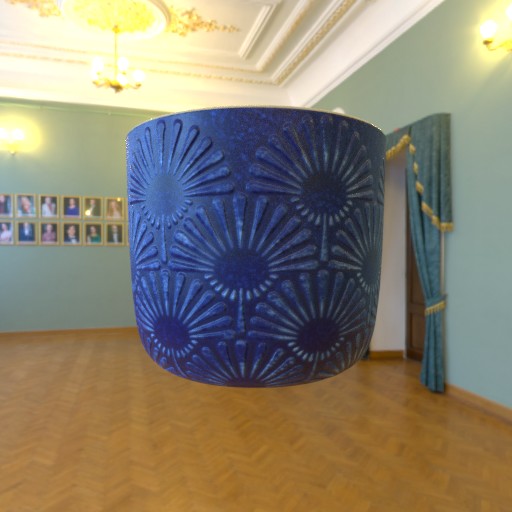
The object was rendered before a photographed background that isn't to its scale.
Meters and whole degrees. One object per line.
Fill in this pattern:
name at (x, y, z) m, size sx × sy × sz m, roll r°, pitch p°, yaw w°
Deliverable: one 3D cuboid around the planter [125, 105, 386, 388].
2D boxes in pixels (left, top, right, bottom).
planter at (0.000, 0.000, 0.220) m, size 0.124 × 0.109 × 0.124 m, roll 0°, pitch 0°, yaw 0°
